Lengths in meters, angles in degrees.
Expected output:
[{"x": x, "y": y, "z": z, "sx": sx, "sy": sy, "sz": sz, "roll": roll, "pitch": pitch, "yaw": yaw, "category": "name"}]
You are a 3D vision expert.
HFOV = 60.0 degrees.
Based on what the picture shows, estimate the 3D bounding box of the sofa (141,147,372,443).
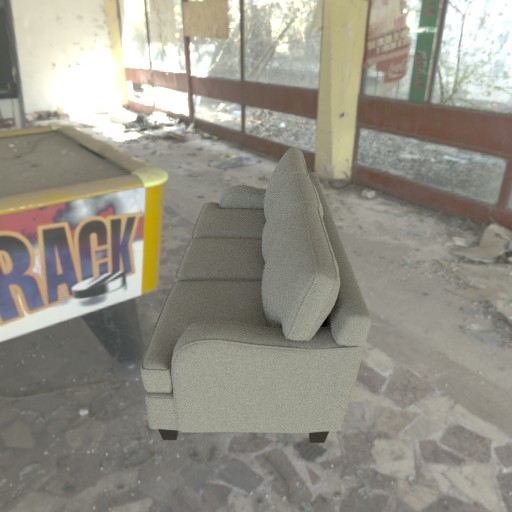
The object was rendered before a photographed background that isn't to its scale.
[{"x": 0.000, "y": 0.000, "z": 2.975, "sx": 1.016, "sy": 0.997, "sz": 2.323, "roll": 1, "pitch": 26, "yaw": 1, "category": "sofa"}]
